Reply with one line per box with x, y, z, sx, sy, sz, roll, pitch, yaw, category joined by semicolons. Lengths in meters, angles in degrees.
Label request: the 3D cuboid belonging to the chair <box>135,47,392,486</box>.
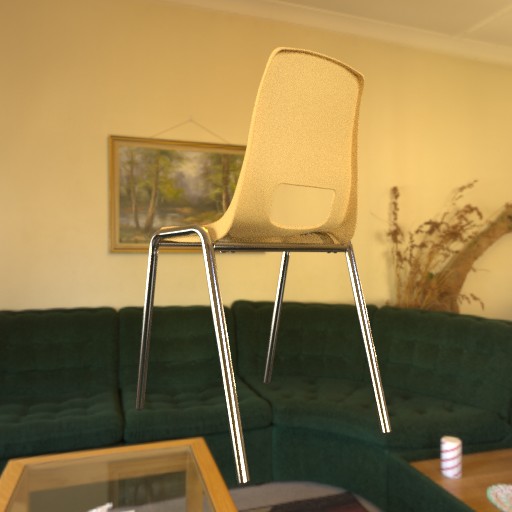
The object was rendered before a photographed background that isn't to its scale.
0.000;0.000;0.946;0.381;0.704;0.436;0;0;-35;chair
